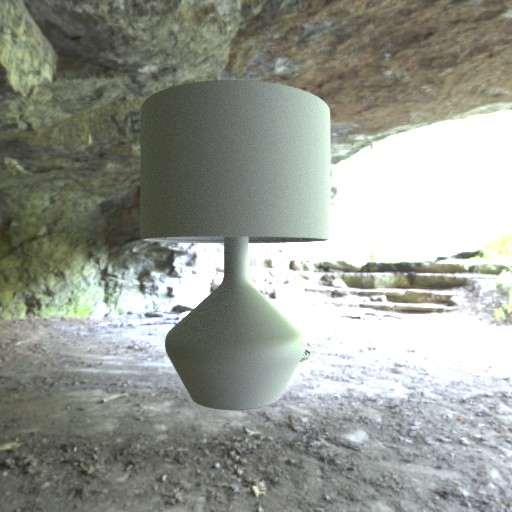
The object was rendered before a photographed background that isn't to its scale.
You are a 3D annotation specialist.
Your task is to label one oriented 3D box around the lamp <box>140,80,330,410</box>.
[{"bbox_3d":[0.000,0.000,0.853,0.401,0.457,0.546,0,0,36],"label":"lamp"}]
